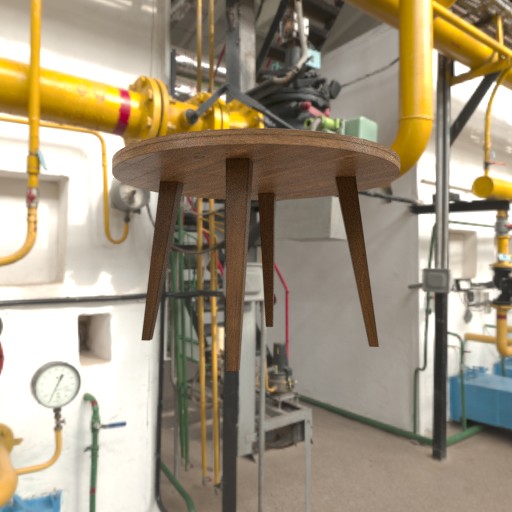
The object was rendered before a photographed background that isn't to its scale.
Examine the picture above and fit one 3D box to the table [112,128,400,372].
[{"bbox_3d":[0.000,0.000,1.956,1.213,0.764,1.213,0,-1,0],"label":"table"}]
